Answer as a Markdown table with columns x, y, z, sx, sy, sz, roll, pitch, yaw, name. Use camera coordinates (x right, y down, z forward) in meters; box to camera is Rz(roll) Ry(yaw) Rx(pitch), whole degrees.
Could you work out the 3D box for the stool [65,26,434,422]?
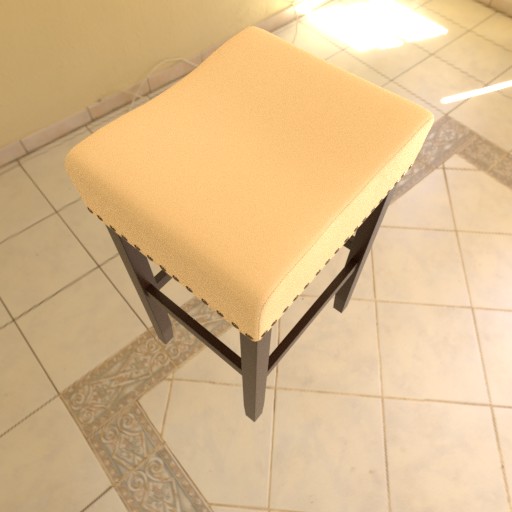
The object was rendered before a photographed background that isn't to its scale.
| x | y | z | sx | sy | sz | roll | pitch | yaw | name |
| --- | --- | --- | --- | --- | --- | --- | --- | --- | --- |
| 0.000 | 0.000 | 1.018 | 0.401 | 0.762 | 0.471 | 35 | 65 | 20 | stool |
